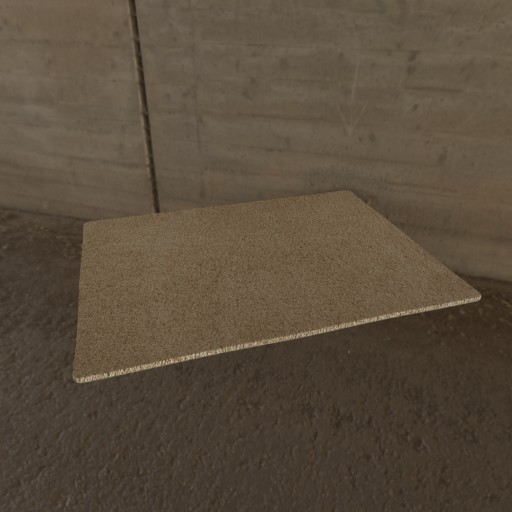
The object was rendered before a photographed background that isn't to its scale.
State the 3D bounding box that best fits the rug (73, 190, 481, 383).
[{"bbox_3d":[0.000,0.000,2.126,1.600,0.025,1.199,-9,32,-14],"label":"rug"}]
